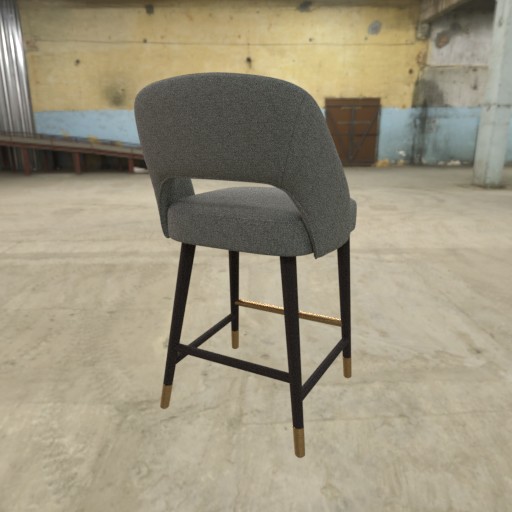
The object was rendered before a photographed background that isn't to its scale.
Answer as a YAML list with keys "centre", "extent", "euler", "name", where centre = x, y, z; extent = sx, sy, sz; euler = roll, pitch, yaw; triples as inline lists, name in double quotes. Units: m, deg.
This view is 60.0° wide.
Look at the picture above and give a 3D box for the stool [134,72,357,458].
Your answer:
- centre: [0.000, 0.000, 1.263]
  extent: [0.536, 0.925, 0.524]
  euler: [8, 18, 27]
  name: "stool"
